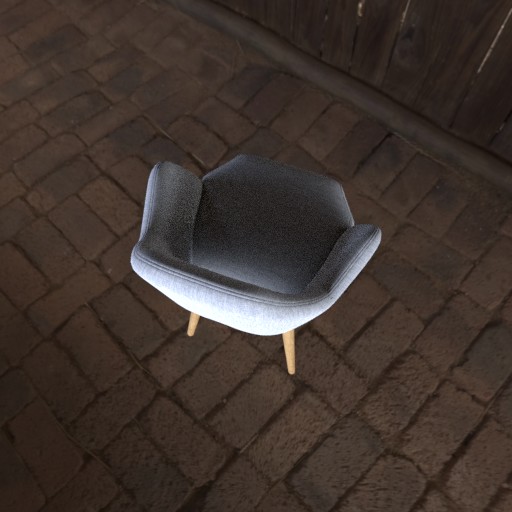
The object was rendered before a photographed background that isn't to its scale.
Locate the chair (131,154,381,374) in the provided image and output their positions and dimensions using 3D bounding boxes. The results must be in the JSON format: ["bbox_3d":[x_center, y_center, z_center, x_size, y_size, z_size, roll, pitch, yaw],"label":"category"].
[{"bbox_3d":[0.000,0.000,1.247,0.590,0.840,0.610,19,64,9],"label":"chair"}]
